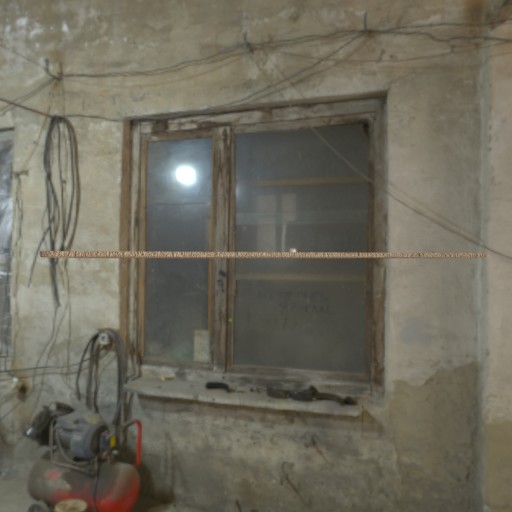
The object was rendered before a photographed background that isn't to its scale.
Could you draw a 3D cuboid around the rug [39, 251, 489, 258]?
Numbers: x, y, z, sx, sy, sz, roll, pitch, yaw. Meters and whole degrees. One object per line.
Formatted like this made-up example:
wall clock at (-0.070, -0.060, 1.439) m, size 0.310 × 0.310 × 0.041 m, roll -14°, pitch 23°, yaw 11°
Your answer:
rug at (0.000, 0.000, 2.894) m, size 2.349 × 0.026 × 1.500 m, roll 0°, pitch 0°, yaw -17°
